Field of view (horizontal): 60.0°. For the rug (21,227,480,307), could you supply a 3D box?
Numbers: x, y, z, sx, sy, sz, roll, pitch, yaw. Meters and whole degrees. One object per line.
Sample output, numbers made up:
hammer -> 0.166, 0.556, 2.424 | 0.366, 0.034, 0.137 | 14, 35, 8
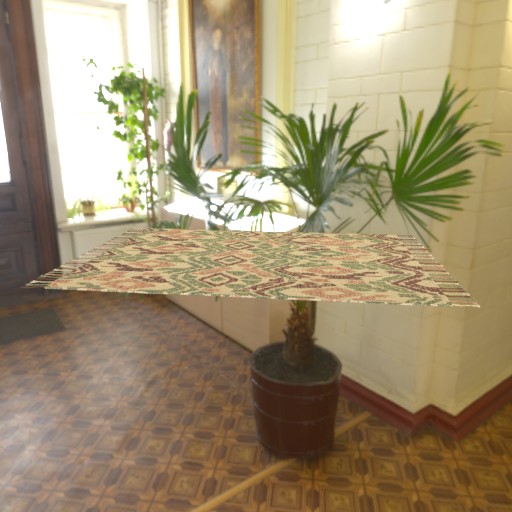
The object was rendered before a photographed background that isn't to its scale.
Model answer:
rug -> 0.000, 0.000, 2.304 | 1.829, 0.010, 1.219 | 2, 16, 7
